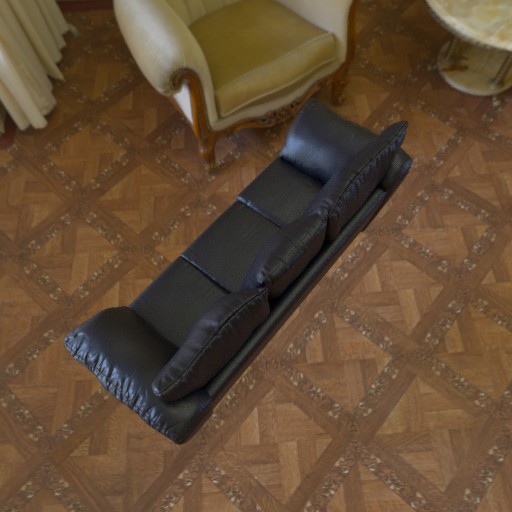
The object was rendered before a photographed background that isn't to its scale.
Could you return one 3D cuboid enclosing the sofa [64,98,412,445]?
[{"bbox_3d":[0.000,0.000,2.865,0.880,1.073,2.336,37,69,17],"label":"sofa"}]
